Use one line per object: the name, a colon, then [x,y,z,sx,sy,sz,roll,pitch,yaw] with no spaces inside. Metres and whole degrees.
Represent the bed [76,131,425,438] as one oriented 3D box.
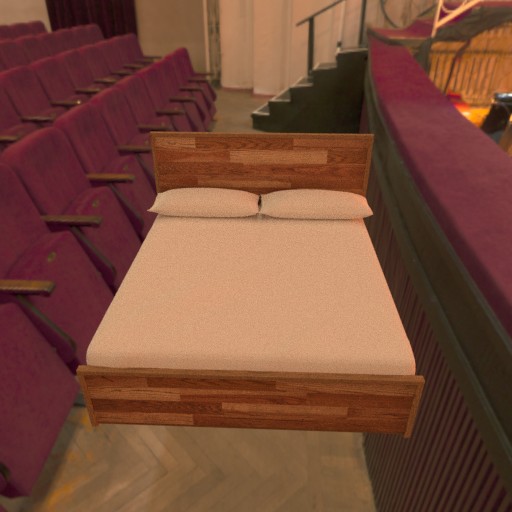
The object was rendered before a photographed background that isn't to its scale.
bed: [0.000,0.000,3.407,2.013,1.295,2.184,1,31,2]
